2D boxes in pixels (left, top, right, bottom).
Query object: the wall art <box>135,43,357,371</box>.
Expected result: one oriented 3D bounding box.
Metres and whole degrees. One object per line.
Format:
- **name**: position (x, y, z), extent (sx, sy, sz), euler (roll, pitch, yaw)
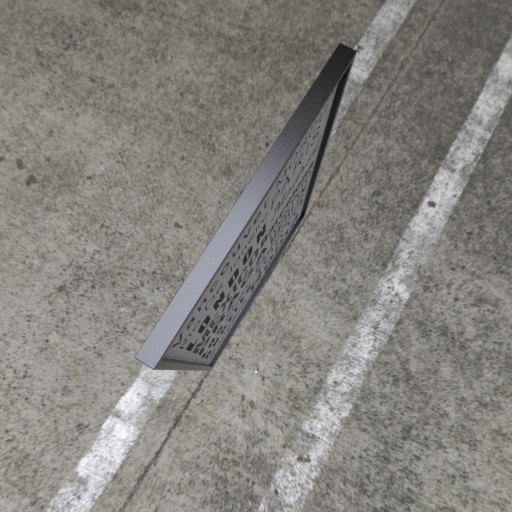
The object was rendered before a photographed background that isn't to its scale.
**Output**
- **wall art**: position (0.000, 0.000, 1.393), extent (0.043, 1.046, 0.788), euler (30, 77, 7)
